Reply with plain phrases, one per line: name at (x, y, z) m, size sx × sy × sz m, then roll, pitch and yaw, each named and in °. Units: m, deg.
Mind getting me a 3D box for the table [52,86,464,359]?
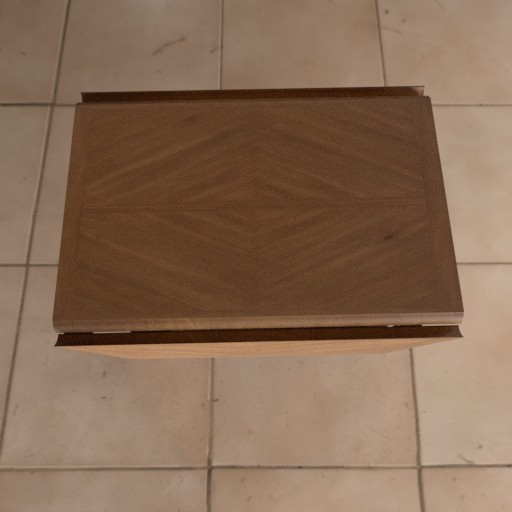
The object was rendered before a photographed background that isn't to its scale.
table at (0.000, 0.000, 1.594) m, size 0.967 × 0.981 × 0.701 m, roll -1°, pitch 74°, yaw 0°
